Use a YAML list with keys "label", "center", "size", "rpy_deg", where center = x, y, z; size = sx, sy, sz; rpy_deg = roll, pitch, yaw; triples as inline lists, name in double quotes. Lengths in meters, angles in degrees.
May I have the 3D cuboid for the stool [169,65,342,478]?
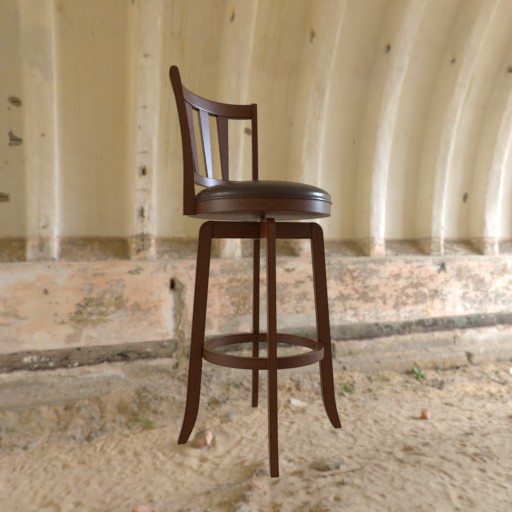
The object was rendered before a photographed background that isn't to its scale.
- label: "stool"
  center: [0.000, 0.000, 1.466]
  size: [0.503, 1.177, 0.464]
  rpy_deg: [1, 1, 35]
